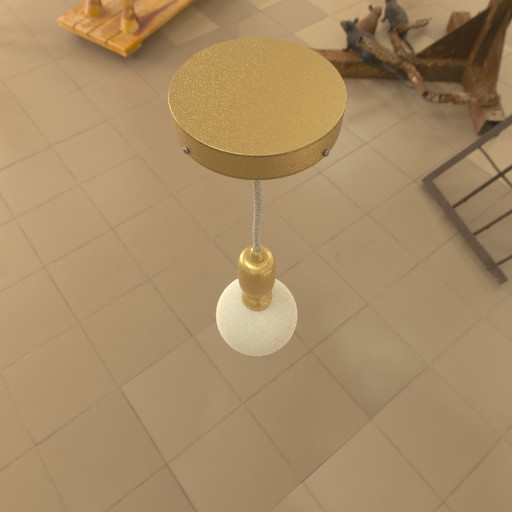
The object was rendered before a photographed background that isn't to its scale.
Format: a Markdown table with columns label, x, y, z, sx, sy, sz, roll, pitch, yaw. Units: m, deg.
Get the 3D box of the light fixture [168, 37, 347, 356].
| label | x | y | z | sx | sy | sz | roll | pitch | yaw |
| --- | --- | --- | --- | --- | --- | --- | --- | --- | --- |
| light fixture | 0.000 | 0.000 | 0.574 | 0.146 | 0.510 | 0.147 | -34 | 64 | -19 |
